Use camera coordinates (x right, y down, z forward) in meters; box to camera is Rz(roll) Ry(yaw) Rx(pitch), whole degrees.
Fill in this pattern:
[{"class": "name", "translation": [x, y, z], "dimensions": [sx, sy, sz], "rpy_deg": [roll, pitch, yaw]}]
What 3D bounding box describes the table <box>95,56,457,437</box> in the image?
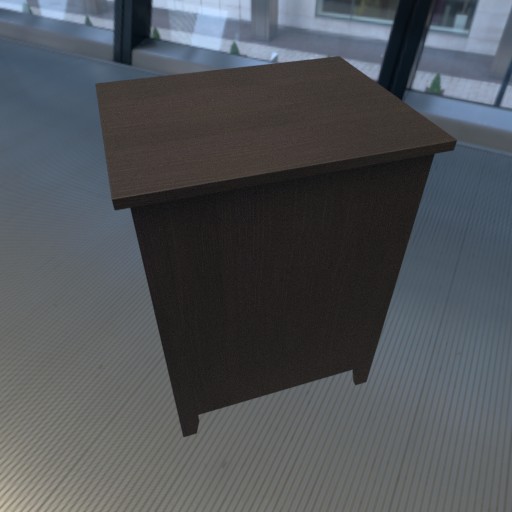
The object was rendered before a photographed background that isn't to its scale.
[{"class": "table", "translation": [0.000, 0.000, 0.923], "dimensions": [0.480, 0.635, 0.381], "rpy_deg": [-12, 43, -13]}]
